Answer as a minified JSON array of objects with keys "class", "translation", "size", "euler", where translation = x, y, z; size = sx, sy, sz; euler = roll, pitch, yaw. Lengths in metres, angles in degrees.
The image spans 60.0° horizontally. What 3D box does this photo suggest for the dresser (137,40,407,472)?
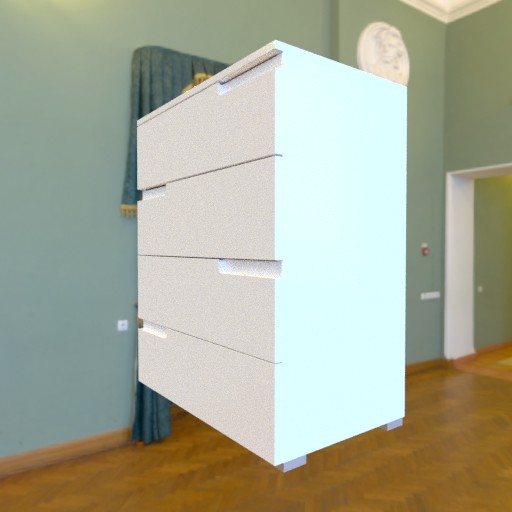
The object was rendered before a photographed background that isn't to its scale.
[{"class":"dresser","translation":[0.000,0.000,1.190],"size":[0.400,0.800,0.650],"euler":[-1,2,-37]}]
